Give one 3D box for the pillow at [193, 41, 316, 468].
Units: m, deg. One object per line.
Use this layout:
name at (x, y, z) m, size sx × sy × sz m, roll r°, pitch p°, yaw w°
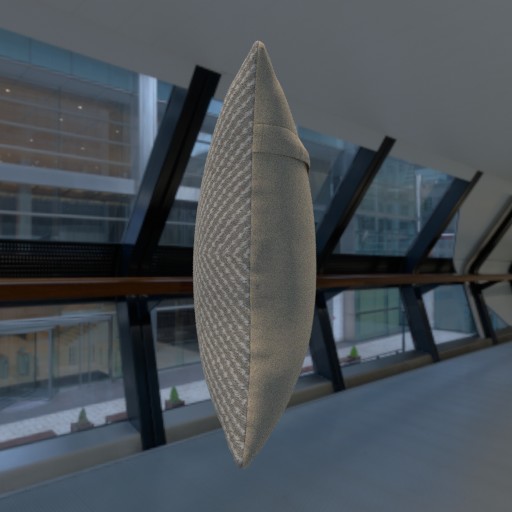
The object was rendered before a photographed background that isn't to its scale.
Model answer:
pillow at (0.000, 0.000, 0.694) m, size 0.181 × 0.458 × 0.459 m, roll 0°, pitch -1°, yaw 2°
